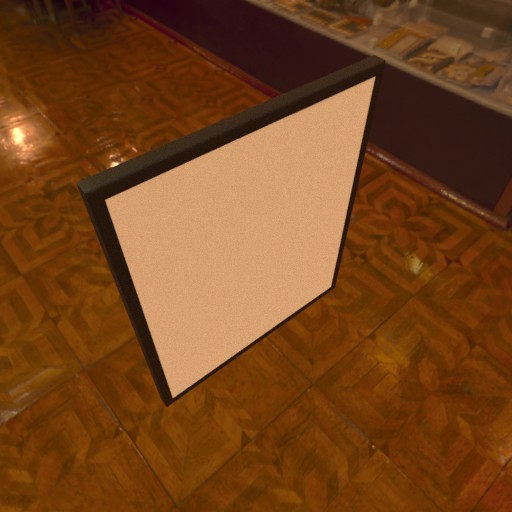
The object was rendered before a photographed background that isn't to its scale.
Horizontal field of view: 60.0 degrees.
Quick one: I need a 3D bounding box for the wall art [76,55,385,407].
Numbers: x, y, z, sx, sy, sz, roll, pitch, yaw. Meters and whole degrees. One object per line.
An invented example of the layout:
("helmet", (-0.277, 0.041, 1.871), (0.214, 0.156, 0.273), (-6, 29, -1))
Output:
("wall art", (0.000, 0.000, 0.704), (0.430, 0.509, 0.021), (-31, 56, -24))
